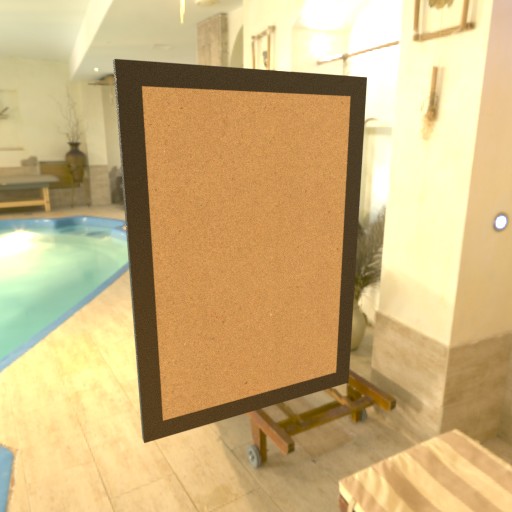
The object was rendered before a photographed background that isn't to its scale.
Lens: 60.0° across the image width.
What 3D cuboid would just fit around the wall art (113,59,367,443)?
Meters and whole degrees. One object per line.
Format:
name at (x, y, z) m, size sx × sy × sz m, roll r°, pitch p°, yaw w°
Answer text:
wall art at (0.000, 0.000, 0.682) m, size 0.381 × 0.534 × 0.013 m, roll -7°, pitch 17°, yaw -25°
